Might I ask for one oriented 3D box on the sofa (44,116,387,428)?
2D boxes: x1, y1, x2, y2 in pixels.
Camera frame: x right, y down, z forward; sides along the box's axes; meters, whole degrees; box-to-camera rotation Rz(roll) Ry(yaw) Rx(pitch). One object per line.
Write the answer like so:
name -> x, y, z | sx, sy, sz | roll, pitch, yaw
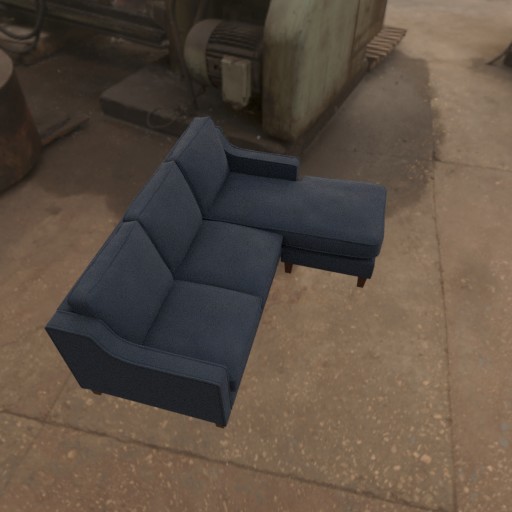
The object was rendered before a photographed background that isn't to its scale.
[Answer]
sofa -> 0.000, 0.000, 3.338 | 1.858, 1.066, 2.317 | 11, 47, 10
